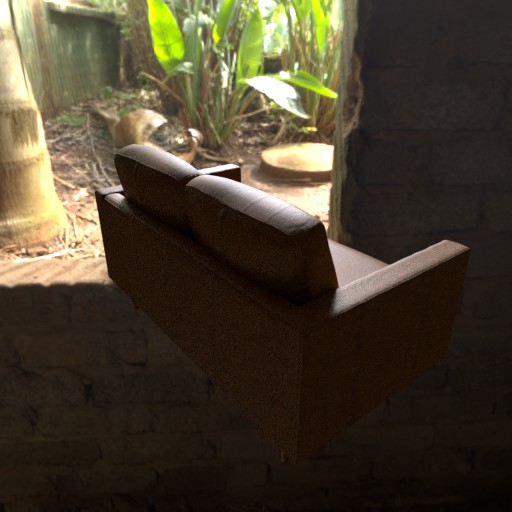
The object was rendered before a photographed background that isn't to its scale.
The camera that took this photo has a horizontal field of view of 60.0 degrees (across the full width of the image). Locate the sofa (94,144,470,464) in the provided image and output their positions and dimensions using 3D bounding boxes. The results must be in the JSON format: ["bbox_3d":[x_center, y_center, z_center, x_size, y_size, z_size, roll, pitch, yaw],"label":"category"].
[{"bbox_3d":[0.000,0.000,2.085,0.909,0.951,1.578,-19,32,-33],"label":"sofa"}]
